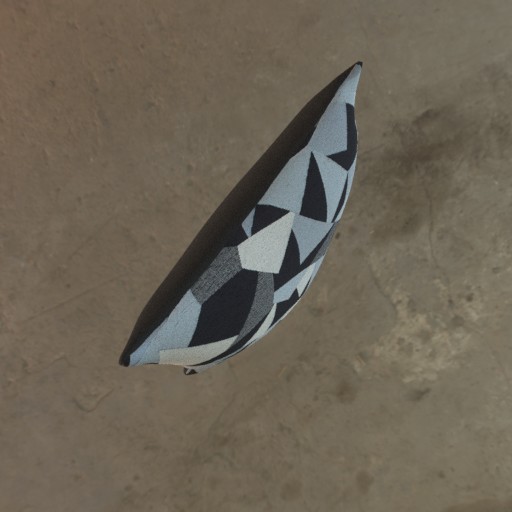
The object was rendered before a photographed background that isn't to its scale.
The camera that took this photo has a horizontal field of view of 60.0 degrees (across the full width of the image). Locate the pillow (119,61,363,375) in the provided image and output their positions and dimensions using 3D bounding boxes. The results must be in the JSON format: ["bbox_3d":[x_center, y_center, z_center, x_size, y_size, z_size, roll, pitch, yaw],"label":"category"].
[{"bbox_3d":[0.000,0.000,0.768,0.208,0.496,0.503,35,78,9],"label":"pillow"}]
